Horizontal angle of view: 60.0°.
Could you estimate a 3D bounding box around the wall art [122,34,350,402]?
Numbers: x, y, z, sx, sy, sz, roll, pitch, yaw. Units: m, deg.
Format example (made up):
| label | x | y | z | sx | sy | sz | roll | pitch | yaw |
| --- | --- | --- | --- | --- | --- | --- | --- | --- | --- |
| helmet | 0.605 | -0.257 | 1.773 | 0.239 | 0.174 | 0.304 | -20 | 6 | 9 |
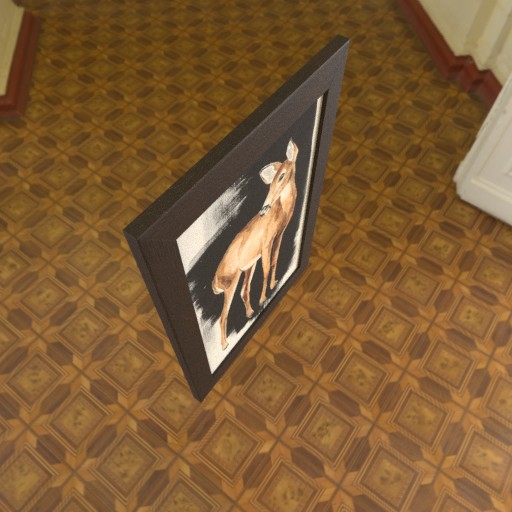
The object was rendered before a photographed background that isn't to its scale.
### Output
| label | x | y | z | sx | sy | sz | roll | pitch | yaw |
| --- | --- | --- | --- | --- | --- | --- | --- | --- | --- |
| wall art | 0.000 | 0.000 | 0.664 | 0.017 | 0.513 | 0.359 | 31 | 62 | 19 |
